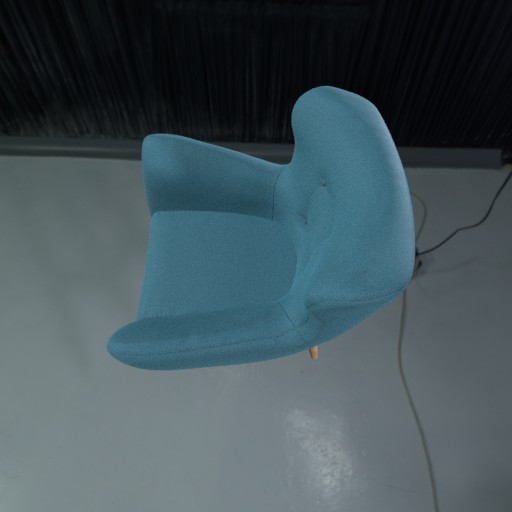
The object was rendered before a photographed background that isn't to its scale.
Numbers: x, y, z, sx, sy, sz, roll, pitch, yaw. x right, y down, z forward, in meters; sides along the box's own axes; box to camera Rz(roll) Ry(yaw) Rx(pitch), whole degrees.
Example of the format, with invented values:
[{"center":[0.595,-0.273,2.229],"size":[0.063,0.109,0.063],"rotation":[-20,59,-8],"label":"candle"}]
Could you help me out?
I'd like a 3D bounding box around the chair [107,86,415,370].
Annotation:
[{"center":[0.000,0.000,1.617],"size":[0.889,0.889,0.890],"rotation":[0,59,0],"label":"chair"}]
